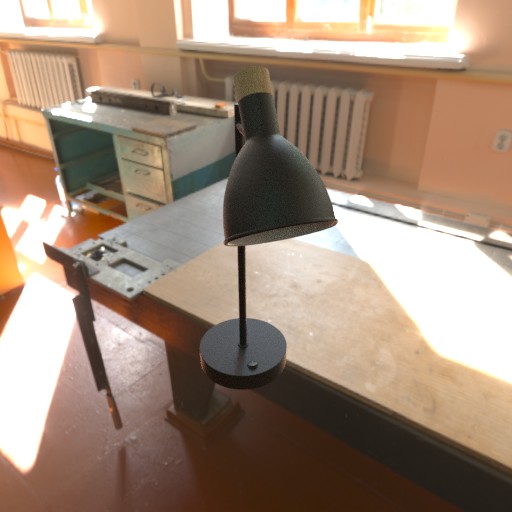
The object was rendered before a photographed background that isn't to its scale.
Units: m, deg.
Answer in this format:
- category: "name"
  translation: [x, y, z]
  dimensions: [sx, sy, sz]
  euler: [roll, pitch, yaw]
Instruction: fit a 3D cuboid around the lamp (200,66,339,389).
- category: "lamp"
  translation: [0.000, 0.000, 0.608]
  dimensions: [0.152, 0.483, 0.287]
  euler: [-9, 31, -16]
